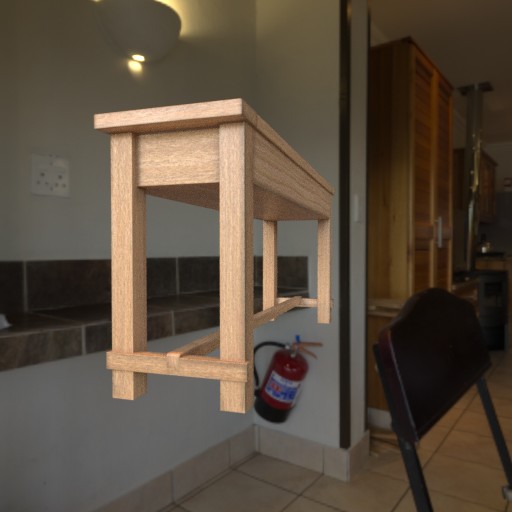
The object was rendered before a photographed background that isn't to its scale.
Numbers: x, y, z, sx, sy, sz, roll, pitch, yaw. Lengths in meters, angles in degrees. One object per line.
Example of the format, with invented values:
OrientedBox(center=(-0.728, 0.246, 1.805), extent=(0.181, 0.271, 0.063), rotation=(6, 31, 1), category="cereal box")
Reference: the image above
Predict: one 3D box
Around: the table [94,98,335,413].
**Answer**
OrientedBox(center=(0.000, 0.000, 1.869), extent=(0.442, 0.762, 1.599), rotation=(0, 1, 18), category="table")
